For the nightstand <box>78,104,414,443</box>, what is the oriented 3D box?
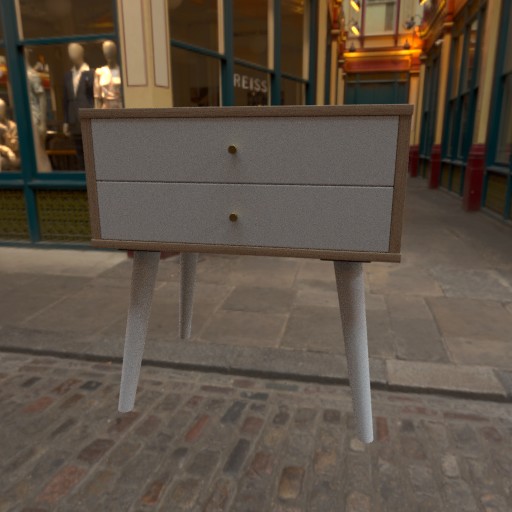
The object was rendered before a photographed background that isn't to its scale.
[{"bbox_3d":[0.000,0.000,0.992,0.571,0.610,0.407,3,15,11],"label":"nightstand"}]
